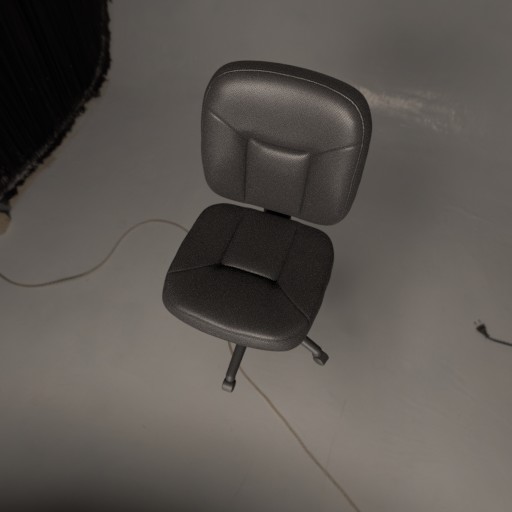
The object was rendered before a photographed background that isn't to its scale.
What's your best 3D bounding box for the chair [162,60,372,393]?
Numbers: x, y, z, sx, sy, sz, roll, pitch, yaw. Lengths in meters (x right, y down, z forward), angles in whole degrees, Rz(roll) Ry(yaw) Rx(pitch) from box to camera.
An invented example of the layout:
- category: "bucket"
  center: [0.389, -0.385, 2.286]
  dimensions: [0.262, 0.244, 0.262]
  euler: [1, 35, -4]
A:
- category: "chair"
  center: [0.000, 0.000, 1.404]
  dimensions: [0.647, 0.959, 0.646]
  euler: [17, 60, 10]
